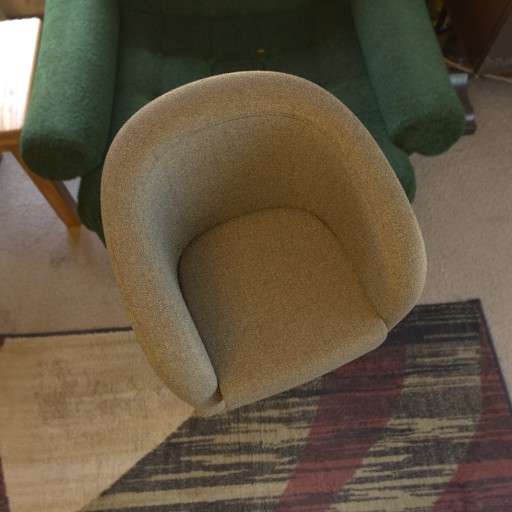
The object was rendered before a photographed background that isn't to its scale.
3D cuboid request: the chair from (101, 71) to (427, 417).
[{"bbox_3d":[0.000,0.000,1.415,0.791,0.771,0.815,-20,65,-10],"label":"chair"}]
